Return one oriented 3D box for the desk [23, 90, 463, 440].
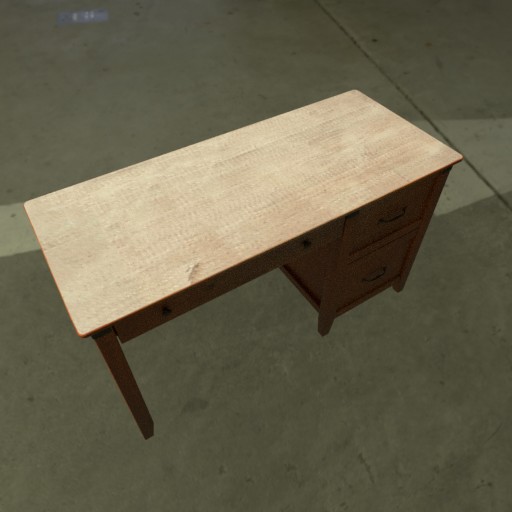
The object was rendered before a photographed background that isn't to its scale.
[{"bbox_3d":[0.000,0.000,1.731,1.353,0.756,0.574,-25,53,-21],"label":"desk"}]
